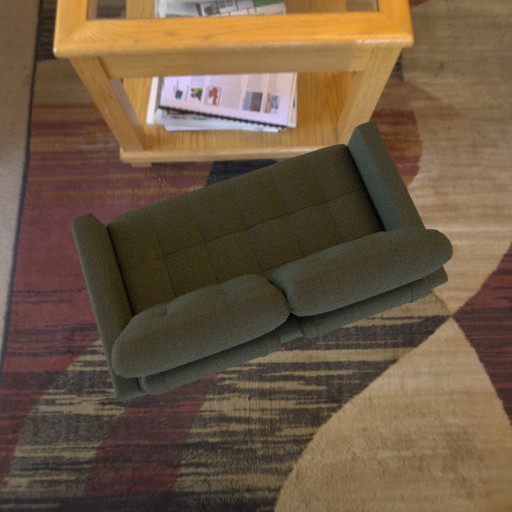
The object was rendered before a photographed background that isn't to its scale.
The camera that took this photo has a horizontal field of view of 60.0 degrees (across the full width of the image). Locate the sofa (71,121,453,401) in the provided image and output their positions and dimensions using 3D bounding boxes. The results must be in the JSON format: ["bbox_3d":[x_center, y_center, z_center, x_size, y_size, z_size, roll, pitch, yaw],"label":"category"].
[{"bbox_3d":[0.000,0.000,1.946,1.407,0.907,0.842,-19,77,-5],"label":"sofa"}]
